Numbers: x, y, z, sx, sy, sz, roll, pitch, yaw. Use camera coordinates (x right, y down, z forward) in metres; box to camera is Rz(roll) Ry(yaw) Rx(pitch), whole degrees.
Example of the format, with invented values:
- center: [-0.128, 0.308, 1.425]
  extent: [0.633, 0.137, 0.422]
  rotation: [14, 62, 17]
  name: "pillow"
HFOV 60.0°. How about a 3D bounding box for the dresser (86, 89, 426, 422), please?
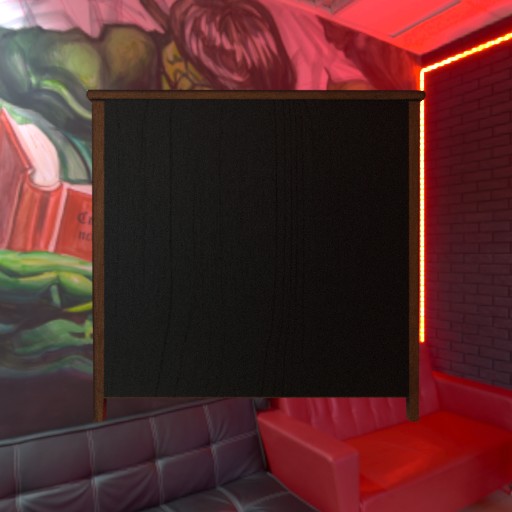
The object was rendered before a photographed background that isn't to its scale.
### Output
- center: [0.000, 0.000, 1.924]
  extent: [1.250, 1.224, 0.591]
  rotation: [0, 0, 0]
  name: "dresser"
